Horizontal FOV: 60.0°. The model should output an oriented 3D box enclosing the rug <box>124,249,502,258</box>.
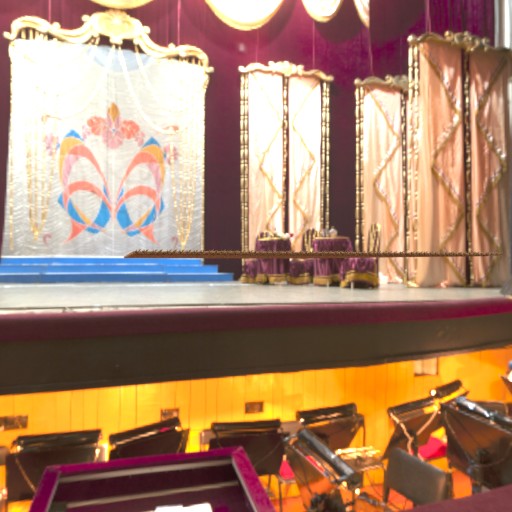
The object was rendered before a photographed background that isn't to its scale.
[{"bbox_3d":[0.000,0.000,2.181,1.223,0.015,1.771,0,-1,-17],"label":"rug"}]
